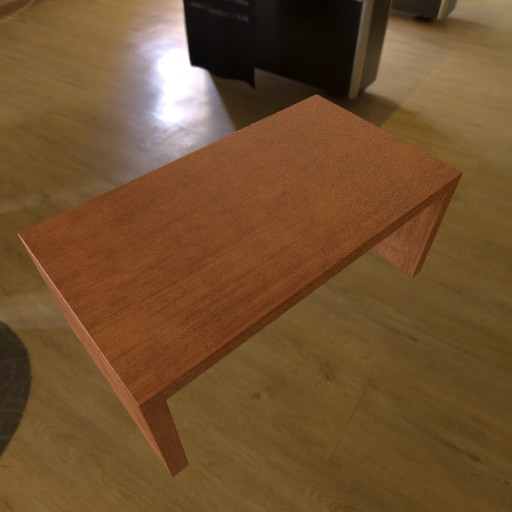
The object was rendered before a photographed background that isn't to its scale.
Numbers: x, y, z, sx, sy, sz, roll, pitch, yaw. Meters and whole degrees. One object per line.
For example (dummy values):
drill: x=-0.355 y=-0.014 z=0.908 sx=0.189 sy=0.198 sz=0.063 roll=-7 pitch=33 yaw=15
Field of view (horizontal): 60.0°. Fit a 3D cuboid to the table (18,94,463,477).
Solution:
table: x=0.000 y=0.000 z=1.271 sx=1.000 sy=0.419 sz=0.549 roll=-33 pitch=56 yaw=-26
